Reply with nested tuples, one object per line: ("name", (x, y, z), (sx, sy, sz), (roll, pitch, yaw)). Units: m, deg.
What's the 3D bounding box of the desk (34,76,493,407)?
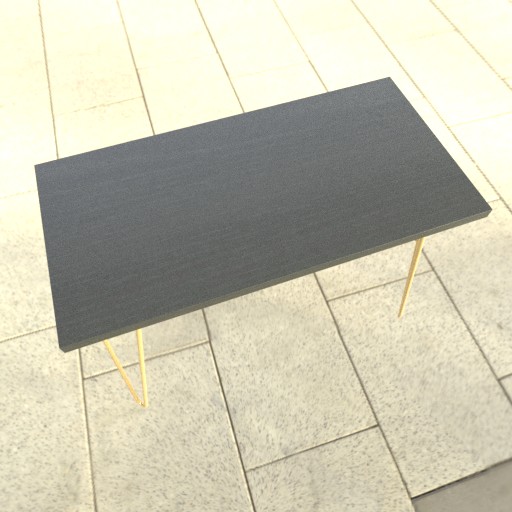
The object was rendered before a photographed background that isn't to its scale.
("desk", (0.000, 0.000, 1.349), (0.991, 0.660, 0.499), (-17, 61, -10))
